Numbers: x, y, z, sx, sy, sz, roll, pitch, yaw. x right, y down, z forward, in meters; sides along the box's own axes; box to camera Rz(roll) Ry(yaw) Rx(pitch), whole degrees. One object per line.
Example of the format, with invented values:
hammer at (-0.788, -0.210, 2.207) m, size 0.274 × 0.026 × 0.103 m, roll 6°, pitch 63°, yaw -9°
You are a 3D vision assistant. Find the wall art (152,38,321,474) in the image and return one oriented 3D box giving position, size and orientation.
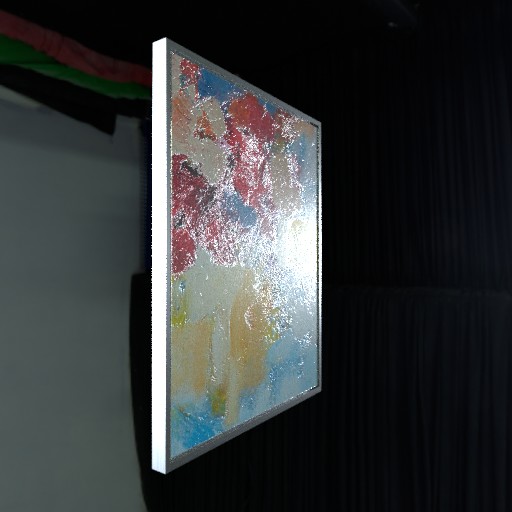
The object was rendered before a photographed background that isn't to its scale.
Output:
wall art at (0.000, 0.000, 0.766) m, size 0.025 × 0.569 × 0.444 m, roll 0°, pitch 0°, yaw 35°
